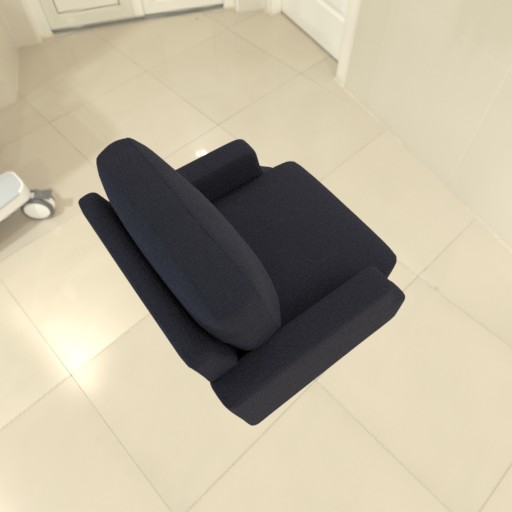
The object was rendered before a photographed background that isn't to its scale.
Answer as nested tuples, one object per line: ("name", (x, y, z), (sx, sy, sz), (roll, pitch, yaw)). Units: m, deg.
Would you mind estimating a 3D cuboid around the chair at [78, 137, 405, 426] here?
("chair", (0.000, 0.000, 1.631), (0.897, 0.991, 0.855), (-32, 63, -19))
